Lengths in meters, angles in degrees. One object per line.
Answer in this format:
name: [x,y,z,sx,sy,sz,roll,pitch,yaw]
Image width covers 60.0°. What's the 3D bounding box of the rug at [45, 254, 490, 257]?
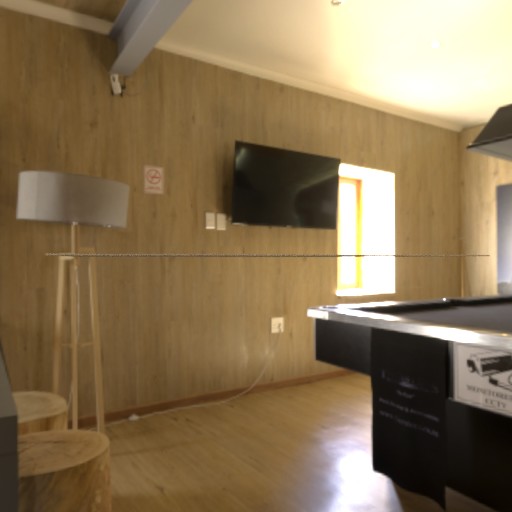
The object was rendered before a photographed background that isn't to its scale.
rug: [0.000,0.000,2.885,2.286,0.006,1.524,0,0,-17]
